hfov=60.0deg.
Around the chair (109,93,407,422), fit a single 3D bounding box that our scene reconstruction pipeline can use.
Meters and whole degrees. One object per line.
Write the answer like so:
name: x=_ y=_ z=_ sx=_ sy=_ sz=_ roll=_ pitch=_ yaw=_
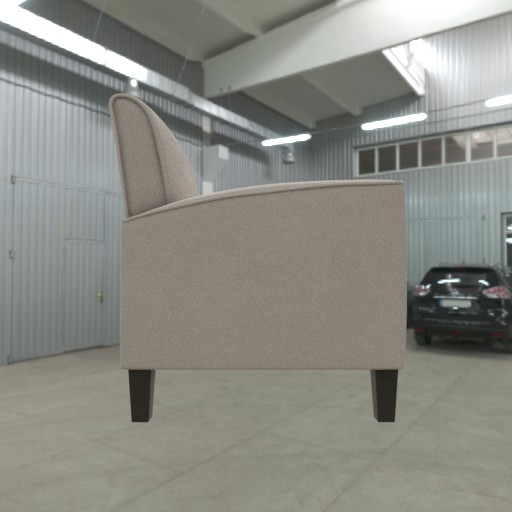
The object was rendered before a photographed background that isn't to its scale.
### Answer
chair: x=0.000 y=0.000 z=1.576 sx=0.820 sy=0.915 sz=0.820 roll=0 pitch=-2 yaw=0
